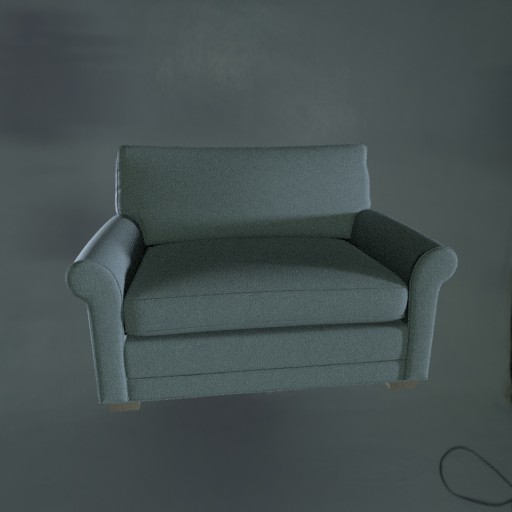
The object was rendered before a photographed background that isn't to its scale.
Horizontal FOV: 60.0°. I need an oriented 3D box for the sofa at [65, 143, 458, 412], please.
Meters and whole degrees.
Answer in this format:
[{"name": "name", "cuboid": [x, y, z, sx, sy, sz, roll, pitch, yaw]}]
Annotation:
[{"name": "sofa", "cuboid": [0.000, 0.000, 2.006, 1.410, 0.953, 0.940, -2, 17, -7]}]
